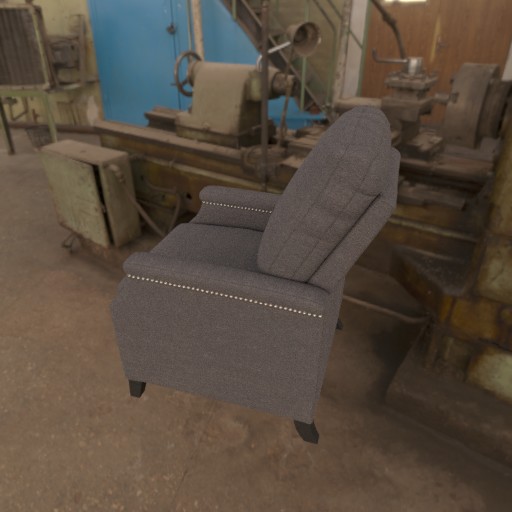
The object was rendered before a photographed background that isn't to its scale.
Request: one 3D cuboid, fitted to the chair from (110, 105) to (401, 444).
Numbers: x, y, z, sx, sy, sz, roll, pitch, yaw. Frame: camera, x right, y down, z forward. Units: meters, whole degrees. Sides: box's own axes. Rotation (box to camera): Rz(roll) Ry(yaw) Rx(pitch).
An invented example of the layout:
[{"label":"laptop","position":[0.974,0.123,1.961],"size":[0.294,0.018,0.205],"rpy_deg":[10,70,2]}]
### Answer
[{"label":"chair","position":[0.000,0.000,1.669],"size":[0.922,1.049,0.710],"rpy_deg":[9,32,15]}]
